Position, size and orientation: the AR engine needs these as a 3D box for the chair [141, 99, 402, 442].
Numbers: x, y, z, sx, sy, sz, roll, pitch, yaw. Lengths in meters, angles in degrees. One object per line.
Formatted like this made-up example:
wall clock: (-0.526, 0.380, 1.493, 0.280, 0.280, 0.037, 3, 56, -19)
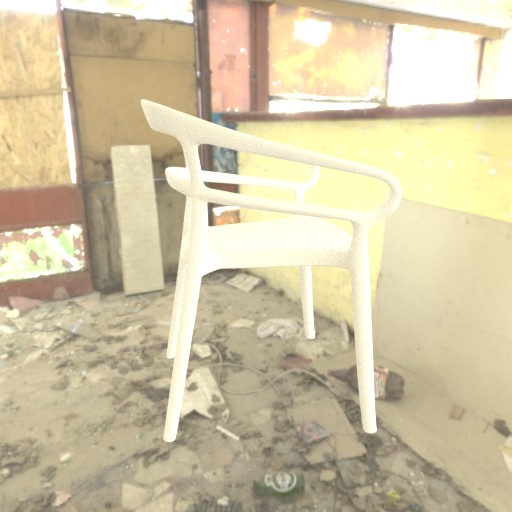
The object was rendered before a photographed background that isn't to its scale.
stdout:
chair: (0.000, 0.000, 1.154, 0.527, 0.761, 0.559, -3, 17, -10)
